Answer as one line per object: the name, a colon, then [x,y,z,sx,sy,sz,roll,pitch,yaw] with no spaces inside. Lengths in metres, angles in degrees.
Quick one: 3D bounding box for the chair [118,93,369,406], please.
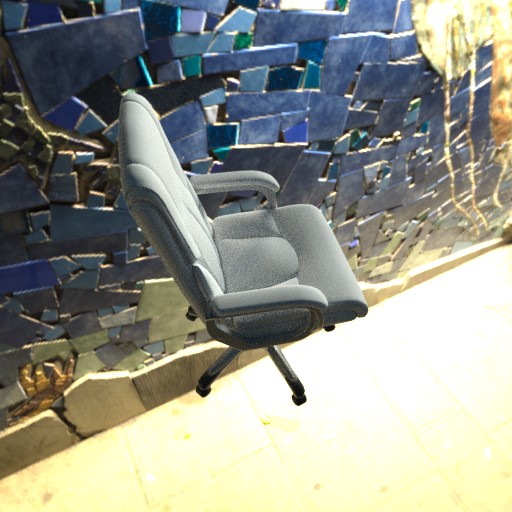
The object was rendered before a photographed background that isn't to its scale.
chair: [0.000,0.000,1.595,0.738,1.120,0.687,-9,47,-9]
